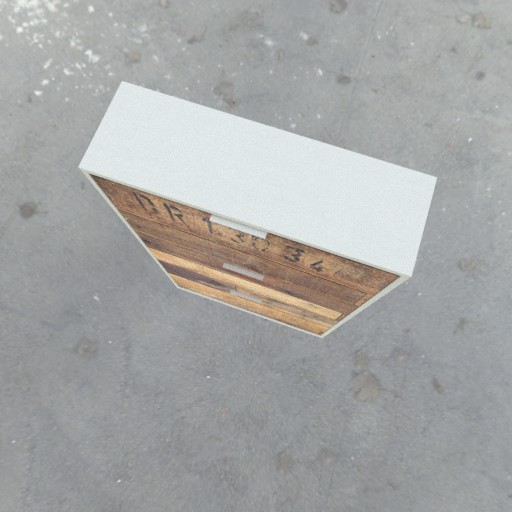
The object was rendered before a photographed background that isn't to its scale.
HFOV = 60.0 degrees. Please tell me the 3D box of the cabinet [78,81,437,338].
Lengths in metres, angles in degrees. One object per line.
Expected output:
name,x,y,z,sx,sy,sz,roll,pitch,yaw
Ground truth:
cabinet,0.000,0.000,1.583,0.750,1.280,0.250,19,75,5
